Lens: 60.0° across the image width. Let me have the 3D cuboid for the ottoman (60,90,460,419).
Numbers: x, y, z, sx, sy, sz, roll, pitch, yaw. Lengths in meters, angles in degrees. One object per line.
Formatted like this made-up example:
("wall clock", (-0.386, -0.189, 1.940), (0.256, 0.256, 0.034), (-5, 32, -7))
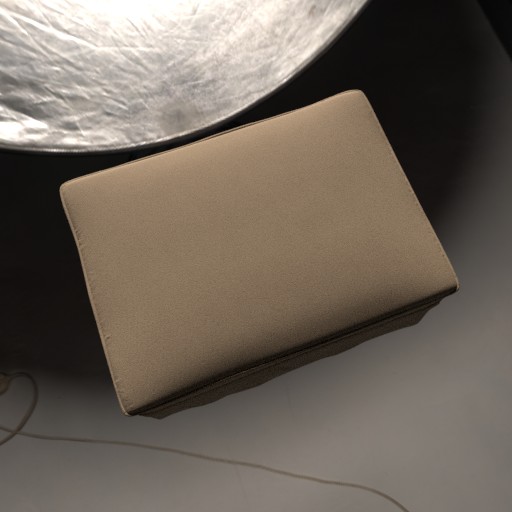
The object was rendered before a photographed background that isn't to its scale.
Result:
("ottoman", (0.000, 0.000, 1.346), (0.959, 0.482, 0.721), (-20, 75, -5))
